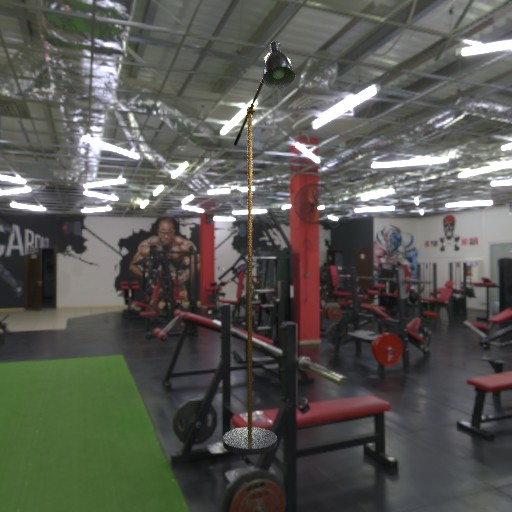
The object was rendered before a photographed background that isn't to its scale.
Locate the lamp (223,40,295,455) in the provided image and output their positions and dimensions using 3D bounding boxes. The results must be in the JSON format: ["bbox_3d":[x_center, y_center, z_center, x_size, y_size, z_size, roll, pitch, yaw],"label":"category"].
[{"bbox_3d":[0.000,0.000,1.854,0.235,1.628,0.618,0,0,-19],"label":"lamp"}]
